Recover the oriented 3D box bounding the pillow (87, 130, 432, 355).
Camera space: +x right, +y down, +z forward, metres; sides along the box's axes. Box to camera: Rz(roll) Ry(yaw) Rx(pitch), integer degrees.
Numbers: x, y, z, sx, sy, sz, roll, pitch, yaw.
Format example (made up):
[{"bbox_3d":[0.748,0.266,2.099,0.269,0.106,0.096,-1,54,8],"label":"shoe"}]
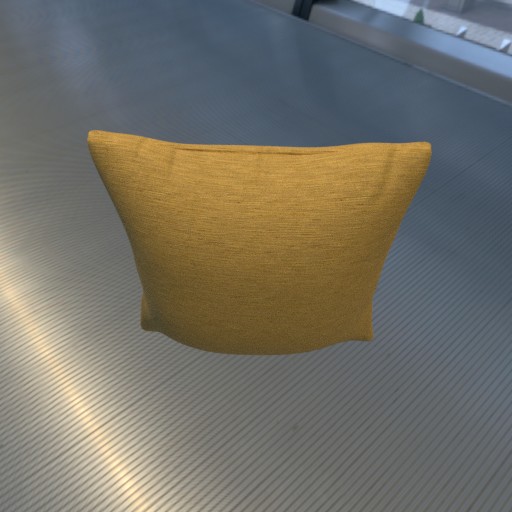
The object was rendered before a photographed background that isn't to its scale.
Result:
[{"bbox_3d":[0.000,0.000,0.693,0.435,0.417,0.247,3,46,2],"label":"pillow"}]
